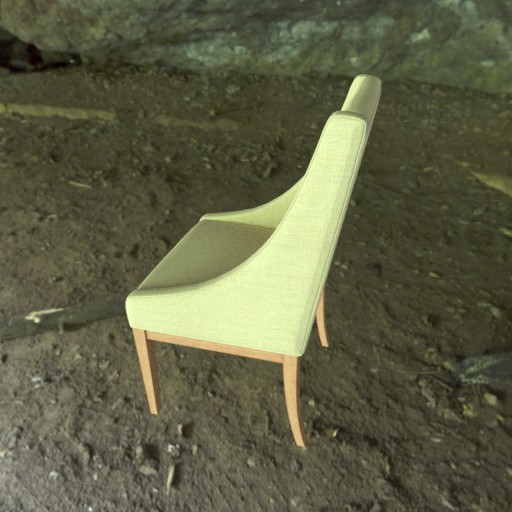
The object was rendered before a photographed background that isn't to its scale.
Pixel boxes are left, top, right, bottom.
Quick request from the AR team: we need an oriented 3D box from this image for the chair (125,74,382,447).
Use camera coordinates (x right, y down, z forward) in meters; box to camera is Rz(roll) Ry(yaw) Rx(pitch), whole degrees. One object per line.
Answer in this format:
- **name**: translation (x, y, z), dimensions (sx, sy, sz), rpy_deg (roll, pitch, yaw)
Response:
- **chair**: translation (0.000, 0.000, 1.390), dimensions (0.611, 1.021, 0.575), rpy_deg (9, 32, 14)
